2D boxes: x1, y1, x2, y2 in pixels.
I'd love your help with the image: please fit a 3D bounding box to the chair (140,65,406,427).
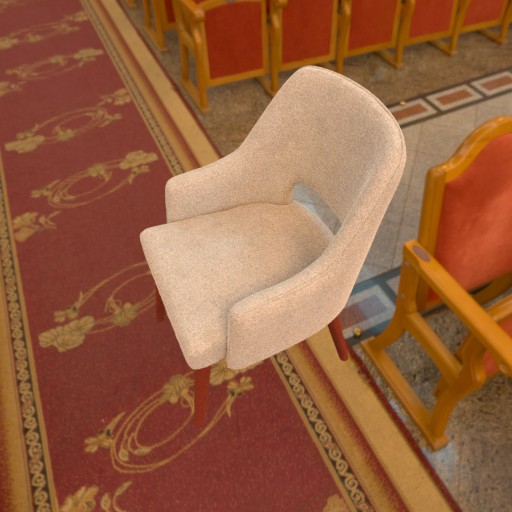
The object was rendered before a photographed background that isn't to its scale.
[{"bbox_3d":[0.000,0.000,1.250,0.605,0.849,0.548,-19,51,-16],"label":"chair"}]
